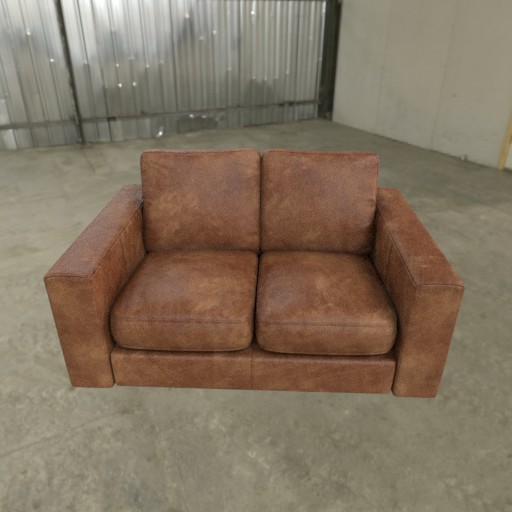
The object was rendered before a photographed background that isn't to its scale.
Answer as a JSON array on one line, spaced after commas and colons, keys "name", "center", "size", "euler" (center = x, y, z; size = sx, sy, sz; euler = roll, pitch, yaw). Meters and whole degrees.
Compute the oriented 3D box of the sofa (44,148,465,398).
[{"name": "sofa", "center": [0.000, 0.000, 2.207], "size": [1.626, 0.889, 1.041], "euler": [1, 29, 2]}]
